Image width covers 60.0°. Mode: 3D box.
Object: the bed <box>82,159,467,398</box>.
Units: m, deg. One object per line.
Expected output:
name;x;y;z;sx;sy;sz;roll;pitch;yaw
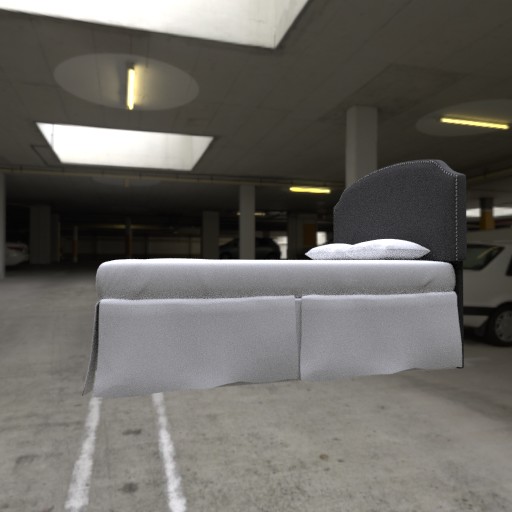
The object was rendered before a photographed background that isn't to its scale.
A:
bed;0.000;0.000;2.903;1.999;1.270;1.558;0;-1;-16
